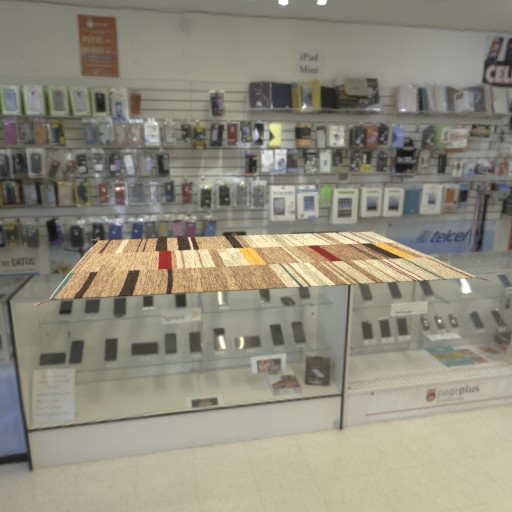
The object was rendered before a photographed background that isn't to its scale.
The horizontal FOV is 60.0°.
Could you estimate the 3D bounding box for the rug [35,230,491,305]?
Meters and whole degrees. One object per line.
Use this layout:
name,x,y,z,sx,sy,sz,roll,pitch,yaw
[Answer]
rug,0.000,0.000,2.382,1.918,0.007,1.268,-2,14,-9
